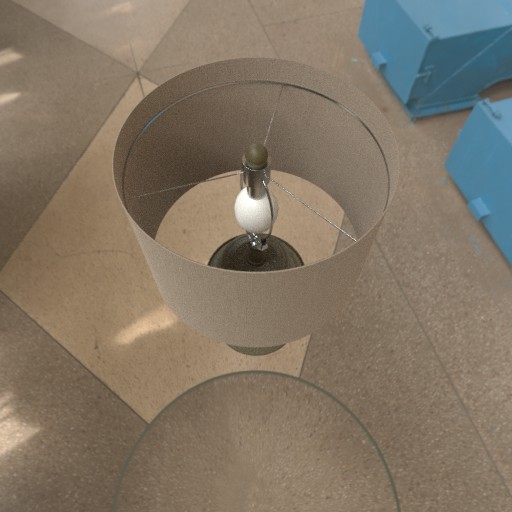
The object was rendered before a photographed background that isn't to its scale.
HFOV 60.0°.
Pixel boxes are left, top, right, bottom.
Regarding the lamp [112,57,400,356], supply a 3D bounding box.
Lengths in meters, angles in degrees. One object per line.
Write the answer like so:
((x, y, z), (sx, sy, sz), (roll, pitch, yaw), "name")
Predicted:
((0.000, 0.000, 0.703), (0.318, 0.486, 0.318), (0, 60, 0), "lamp")
